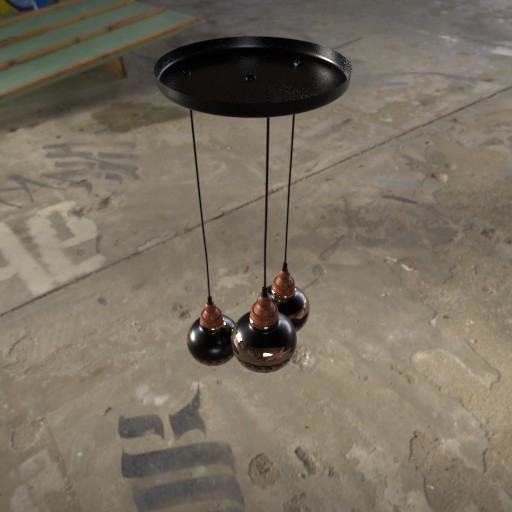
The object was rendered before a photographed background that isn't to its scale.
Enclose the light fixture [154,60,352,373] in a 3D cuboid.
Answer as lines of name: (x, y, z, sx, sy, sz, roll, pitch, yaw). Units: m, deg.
light fixture: (0.000, 0.000, 1.708, 0.608, 1.410, 0.605, -12, 43, -13)
